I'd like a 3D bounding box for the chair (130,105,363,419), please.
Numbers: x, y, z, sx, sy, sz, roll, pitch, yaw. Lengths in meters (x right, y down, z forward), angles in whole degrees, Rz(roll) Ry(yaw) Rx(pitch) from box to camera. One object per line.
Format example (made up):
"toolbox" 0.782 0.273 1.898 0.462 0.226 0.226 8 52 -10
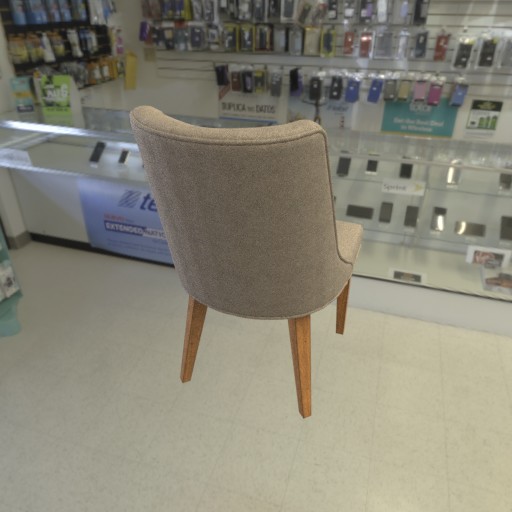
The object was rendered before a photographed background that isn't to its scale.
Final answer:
"chair" 0.000 0.000 1.307 0.548 0.916 0.636 11 33 17
